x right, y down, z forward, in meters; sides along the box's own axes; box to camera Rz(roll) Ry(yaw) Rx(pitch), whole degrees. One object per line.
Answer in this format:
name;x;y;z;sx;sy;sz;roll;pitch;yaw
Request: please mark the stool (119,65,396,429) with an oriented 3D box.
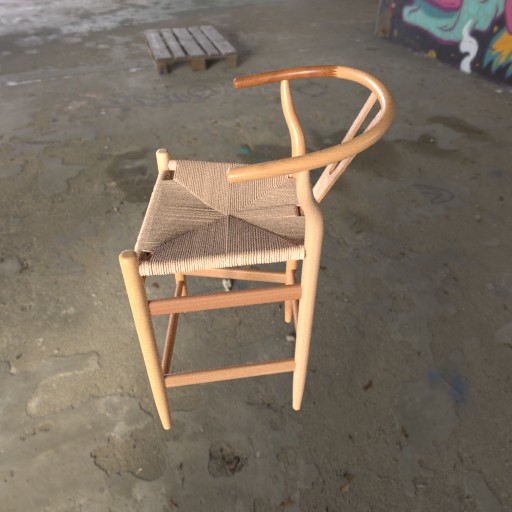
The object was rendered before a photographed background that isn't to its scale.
stool;0.000;0.000;1.232;0.575;0.923;0.536;-1;39;-1
